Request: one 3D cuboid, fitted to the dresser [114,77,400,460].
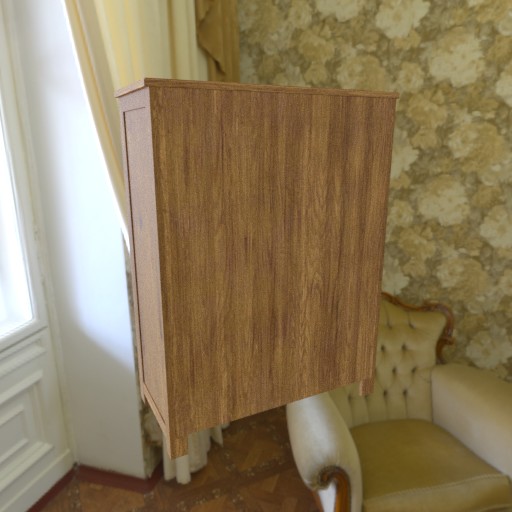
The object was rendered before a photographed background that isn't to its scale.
[{"bbox_3d":[0.000,0.000,2.057,1.081,1.431,0.558,-8,17,-26],"label":"dresser"}]
